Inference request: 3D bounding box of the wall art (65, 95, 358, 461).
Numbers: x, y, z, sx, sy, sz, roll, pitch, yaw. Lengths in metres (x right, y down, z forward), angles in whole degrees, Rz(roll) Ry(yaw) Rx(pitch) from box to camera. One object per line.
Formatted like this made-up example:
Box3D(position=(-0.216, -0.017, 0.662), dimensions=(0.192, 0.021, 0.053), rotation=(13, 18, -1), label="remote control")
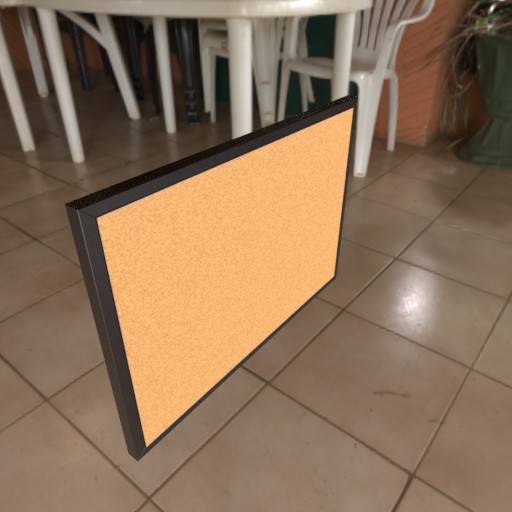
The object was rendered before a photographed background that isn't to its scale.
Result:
Box3D(position=(0.000, 0.000, 0.826), dimensions=(0.027, 0.458, 0.657), rotation=(23, 39, 31), label="wall art")
